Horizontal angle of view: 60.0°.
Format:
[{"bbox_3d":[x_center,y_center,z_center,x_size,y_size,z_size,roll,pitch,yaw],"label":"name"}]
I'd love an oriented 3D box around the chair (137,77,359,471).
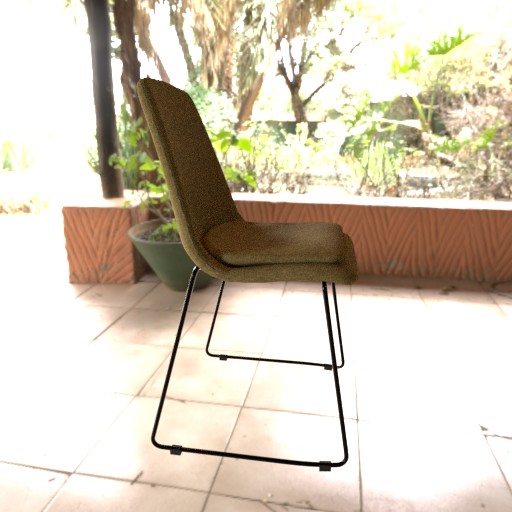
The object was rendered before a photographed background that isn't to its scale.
[{"bbox_3d":[0.000,0.000,1.129,0.496,0.849,0.479,3,15,9],"label":"chair"}]
